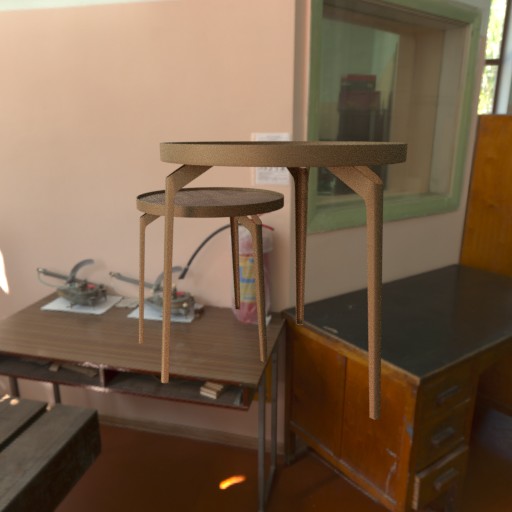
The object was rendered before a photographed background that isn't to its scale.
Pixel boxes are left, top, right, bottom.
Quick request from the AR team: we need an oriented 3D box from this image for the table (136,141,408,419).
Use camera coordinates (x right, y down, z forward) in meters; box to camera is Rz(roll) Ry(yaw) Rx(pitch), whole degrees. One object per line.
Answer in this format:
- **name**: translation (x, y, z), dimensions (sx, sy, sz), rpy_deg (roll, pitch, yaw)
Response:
- **table**: translation (0.000, 0.000, 1.116), dimensions (0.532, 0.555, 0.751), rpy_deg (-14, 20, -41)
